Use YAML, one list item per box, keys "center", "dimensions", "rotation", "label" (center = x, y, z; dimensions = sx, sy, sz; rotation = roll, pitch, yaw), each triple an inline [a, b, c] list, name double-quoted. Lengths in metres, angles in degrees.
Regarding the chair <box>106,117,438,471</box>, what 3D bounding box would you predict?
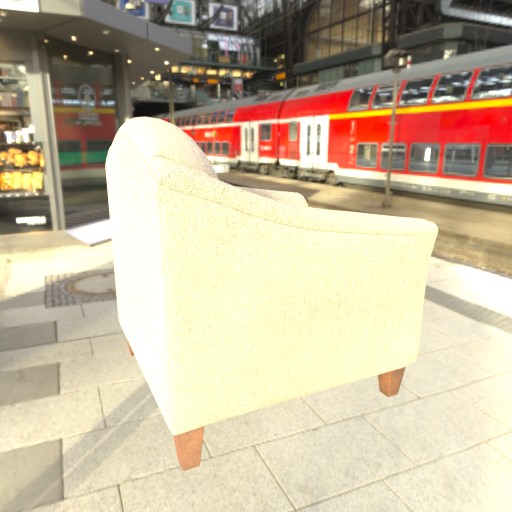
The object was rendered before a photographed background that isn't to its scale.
- center: [0.000, 0.000, 1.421]
  dimensions: [0.787, 0.839, 0.763]
  rotation: [-7, 16, -25]
  label: "chair"
